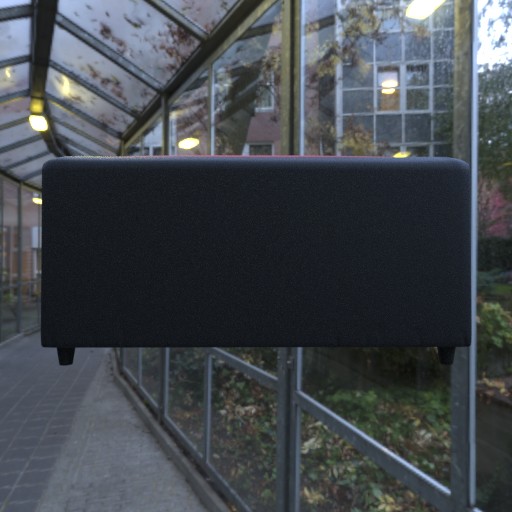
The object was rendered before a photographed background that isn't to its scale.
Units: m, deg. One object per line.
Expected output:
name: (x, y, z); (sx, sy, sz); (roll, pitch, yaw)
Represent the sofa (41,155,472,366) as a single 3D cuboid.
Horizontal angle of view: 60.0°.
sofa: (0.000, 0.000, 1.855); (1.410, 0.735, 0.845); (0, -1, -1)
